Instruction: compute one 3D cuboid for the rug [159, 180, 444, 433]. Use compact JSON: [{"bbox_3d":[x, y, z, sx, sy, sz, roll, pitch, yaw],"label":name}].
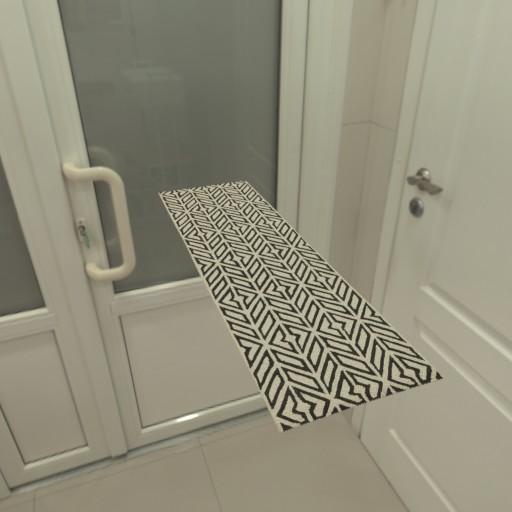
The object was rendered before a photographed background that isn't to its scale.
[{"bbox_3d":[0.000,0.000,2.712,0.750,0.009,2.435,-11,32,-18],"label":"rug"}]
